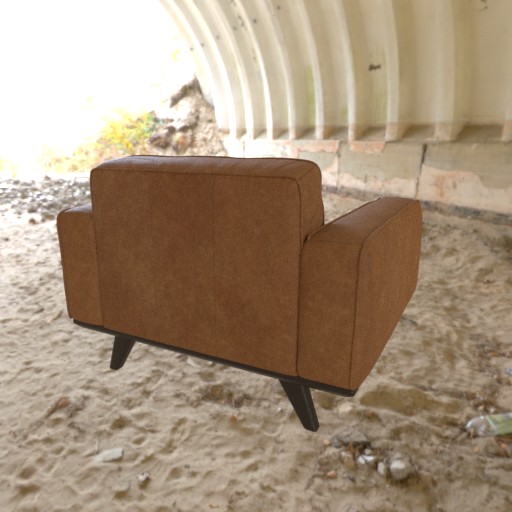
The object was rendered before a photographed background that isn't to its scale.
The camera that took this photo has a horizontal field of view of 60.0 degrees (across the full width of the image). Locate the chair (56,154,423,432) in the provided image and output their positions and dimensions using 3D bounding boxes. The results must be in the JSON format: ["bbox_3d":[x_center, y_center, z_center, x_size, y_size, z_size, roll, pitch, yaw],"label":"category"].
[{"bbox_3d":[0.000,0.000,1.726,1.118,0.782,0.952,8,17,26],"label":"chair"}]
